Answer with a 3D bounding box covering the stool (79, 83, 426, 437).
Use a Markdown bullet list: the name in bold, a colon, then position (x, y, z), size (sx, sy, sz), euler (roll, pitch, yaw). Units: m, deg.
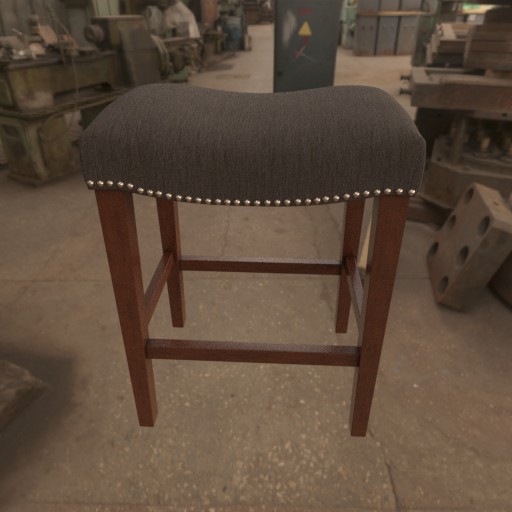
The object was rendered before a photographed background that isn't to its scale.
- **stool**: position (0.000, 0.000, 0.926), size (0.504, 0.654, 0.372), euler (2, 31, 3)
